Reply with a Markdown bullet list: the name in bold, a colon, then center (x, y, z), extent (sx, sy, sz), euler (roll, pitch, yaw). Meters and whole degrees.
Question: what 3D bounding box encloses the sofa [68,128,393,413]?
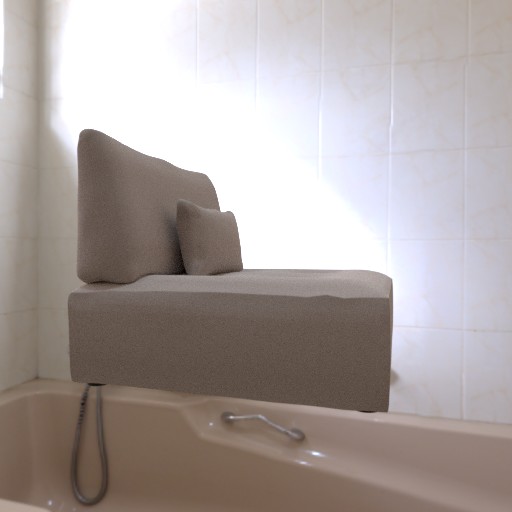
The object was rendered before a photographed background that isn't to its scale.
- **sofa**: center (0.000, 0.000, 1.699), extent (1.000, 0.828, 0.935), euler (0, 1, 18)
